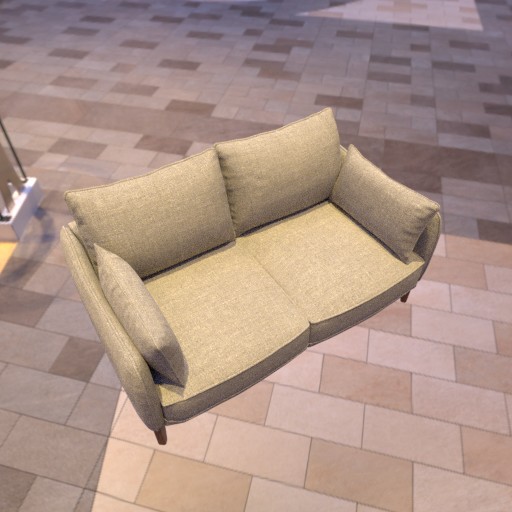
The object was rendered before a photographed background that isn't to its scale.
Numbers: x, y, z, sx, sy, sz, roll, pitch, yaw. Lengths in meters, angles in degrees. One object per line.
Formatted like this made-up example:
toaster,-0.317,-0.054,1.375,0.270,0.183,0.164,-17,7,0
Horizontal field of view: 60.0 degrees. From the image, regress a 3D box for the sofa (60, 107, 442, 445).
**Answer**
sofa,0.000,0.000,2.131,1.580,0.851,0.972,-25,51,-22
